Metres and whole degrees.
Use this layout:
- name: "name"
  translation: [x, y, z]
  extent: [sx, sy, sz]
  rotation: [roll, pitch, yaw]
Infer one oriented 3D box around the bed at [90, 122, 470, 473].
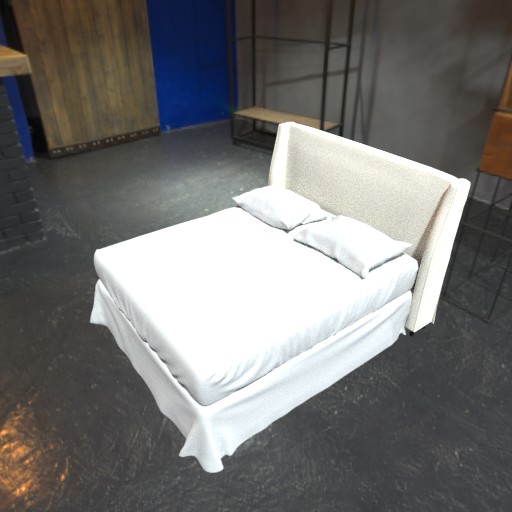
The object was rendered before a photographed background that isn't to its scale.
- name: "bed"
  translation: [0.000, 0.000, 3.426]
  extent: [2.276, 1.332, 1.925]
  rotation: [-22, 38, -31]
